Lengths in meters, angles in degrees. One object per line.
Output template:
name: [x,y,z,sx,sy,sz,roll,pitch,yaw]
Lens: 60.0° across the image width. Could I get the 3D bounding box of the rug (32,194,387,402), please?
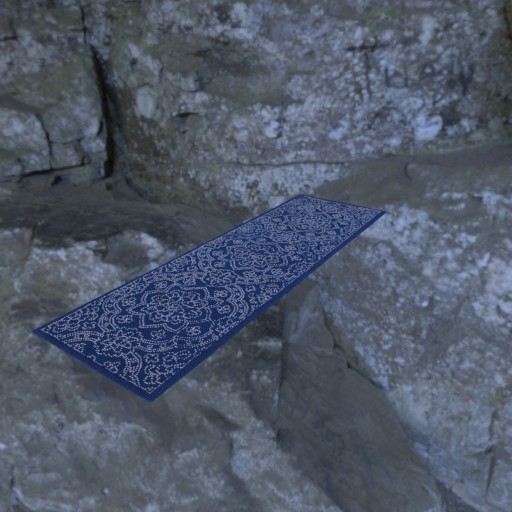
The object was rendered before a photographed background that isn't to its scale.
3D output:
rug: [0.000,0.000,2.702,0.769,0.012,2.448,17,30,31]
